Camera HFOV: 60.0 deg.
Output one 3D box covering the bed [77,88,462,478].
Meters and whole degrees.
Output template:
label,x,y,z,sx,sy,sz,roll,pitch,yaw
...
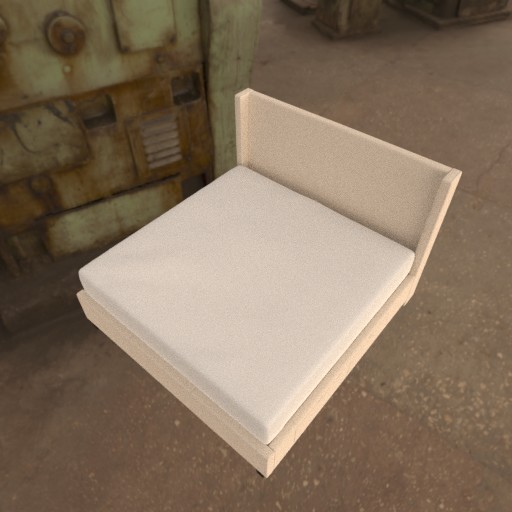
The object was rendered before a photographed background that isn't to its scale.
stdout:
label,x,y,z,sx,sy,sz,roll,pitch,yaw
bed,0.000,0.000,3.725,2.145,1.471,2.293,31,54,27
